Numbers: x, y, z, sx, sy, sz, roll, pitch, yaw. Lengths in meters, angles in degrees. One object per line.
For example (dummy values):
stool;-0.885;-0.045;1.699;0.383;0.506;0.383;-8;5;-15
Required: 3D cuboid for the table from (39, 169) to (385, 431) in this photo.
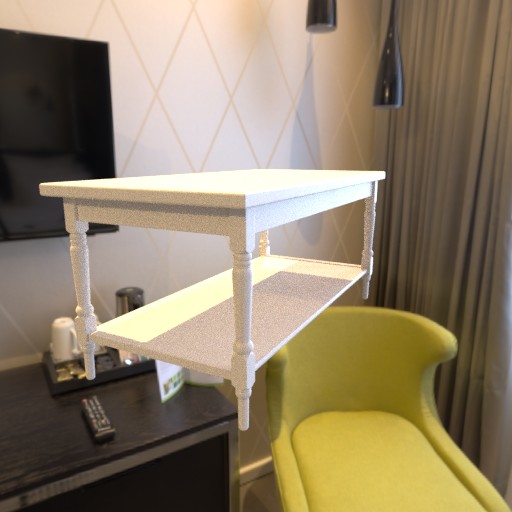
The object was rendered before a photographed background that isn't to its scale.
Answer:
table;0.000;0.000;1.433;0.550;0.510;1.107;7;15;27
